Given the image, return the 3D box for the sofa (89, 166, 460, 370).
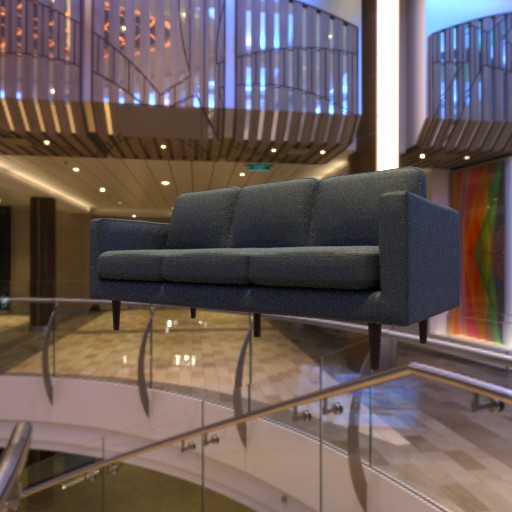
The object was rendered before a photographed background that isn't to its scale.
[{"bbox_3d":[0.000,0.000,2.579,2.013,0.945,0.935,0,-1,36],"label":"sofa"}]
